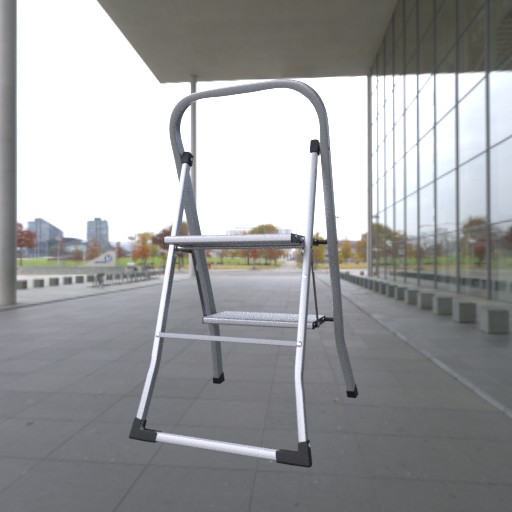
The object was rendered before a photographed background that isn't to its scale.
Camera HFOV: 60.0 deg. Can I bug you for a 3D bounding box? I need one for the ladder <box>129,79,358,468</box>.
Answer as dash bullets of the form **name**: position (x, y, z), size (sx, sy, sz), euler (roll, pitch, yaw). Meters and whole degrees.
- **ladder**: position (0.000, 0.000, 1.172), size (0.465, 0.830, 0.530), euler (0, -1, 20)
